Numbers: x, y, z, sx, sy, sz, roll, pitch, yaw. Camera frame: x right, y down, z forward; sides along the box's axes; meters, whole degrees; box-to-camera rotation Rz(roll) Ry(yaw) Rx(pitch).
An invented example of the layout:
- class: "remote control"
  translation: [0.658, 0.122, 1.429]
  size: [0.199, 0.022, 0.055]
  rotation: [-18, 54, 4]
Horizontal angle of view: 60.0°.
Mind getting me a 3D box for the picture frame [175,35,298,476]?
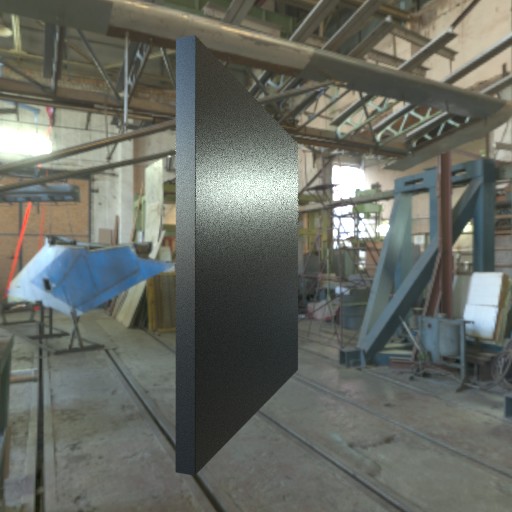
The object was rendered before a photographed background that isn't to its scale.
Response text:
- class: "picture frame"
  translation: [0.000, 0.000, 0.829]
  size: [0.029, 0.557, 0.559]
  rotation: [0, 0, 19]
